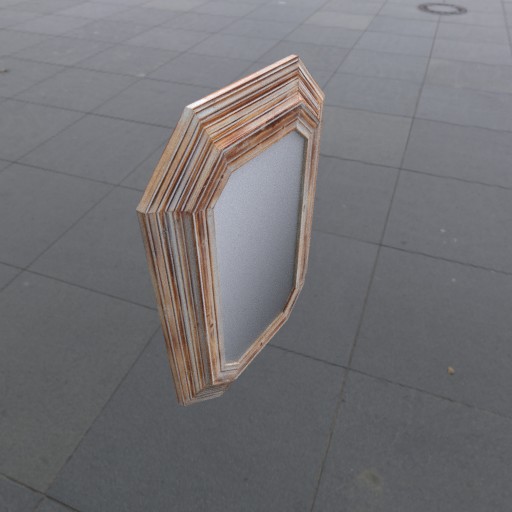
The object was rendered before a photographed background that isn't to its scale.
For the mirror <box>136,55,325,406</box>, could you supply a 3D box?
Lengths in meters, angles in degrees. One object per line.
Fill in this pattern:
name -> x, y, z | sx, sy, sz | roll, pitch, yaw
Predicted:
mirror -> 0.000, 0.000, 1.295 | 0.061, 1.015, 0.709 | 25, 47, 26
